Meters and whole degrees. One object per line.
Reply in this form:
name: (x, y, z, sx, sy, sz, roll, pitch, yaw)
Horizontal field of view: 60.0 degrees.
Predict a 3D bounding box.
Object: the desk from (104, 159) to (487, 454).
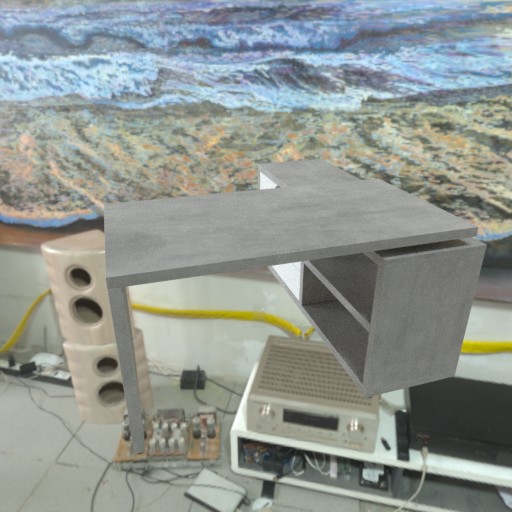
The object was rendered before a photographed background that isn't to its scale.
desk: (0.000, 0.000, 2.294, 1.400, 0.740, 1.500, -8, 27, -16)
